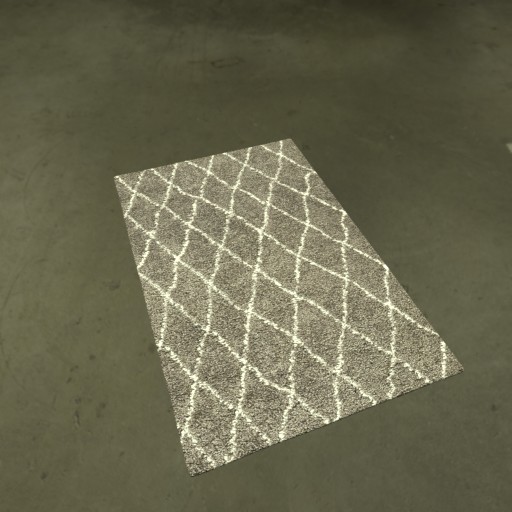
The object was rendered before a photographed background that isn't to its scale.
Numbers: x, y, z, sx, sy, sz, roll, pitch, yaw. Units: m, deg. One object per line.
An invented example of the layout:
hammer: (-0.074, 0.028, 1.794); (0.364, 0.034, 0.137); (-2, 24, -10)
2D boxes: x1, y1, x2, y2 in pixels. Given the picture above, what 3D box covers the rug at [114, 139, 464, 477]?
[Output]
rug: (0.000, 0.000, 3.430); (1.778, 0.030, 2.743); (-16, 50, -14)
